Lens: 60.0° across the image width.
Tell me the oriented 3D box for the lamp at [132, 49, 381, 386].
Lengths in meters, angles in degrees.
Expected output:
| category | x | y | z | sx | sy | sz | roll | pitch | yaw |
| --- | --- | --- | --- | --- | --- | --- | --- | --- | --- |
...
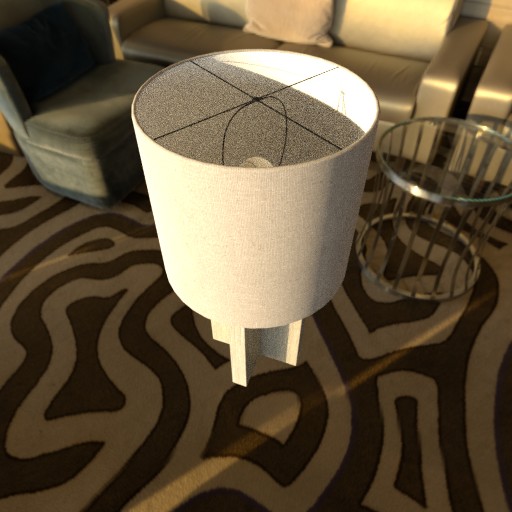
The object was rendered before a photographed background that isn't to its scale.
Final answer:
| category | x | y | z | sx | sy | sz | roll | pitch | yaw |
| --- | --- | --- | --- | --- | --- | --- | --- | --- | --- |
| lamp | 0.000 | 0.000 | 0.567 | 0.229 | 0.428 | 0.229 | 15 | 48 | 14 |
